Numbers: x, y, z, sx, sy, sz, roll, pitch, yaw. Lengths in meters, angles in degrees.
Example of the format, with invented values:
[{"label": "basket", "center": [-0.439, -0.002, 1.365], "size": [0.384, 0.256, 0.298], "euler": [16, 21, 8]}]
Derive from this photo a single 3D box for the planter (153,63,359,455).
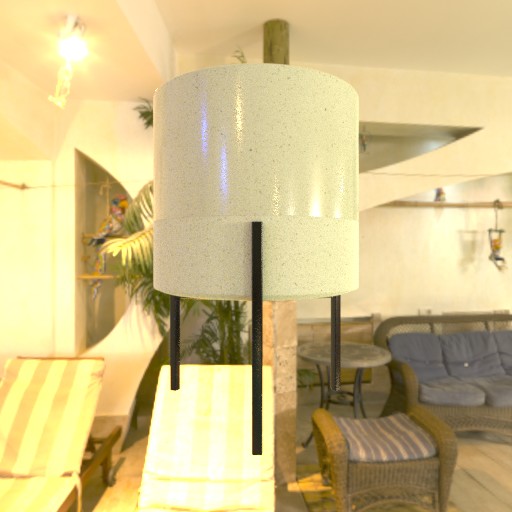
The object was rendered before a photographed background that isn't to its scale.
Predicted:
[{"label": "planter", "center": [0.000, 0.000, 0.334], "size": [0.152, 0.230, 0.159], "euler": [0, 0, 0]}]
